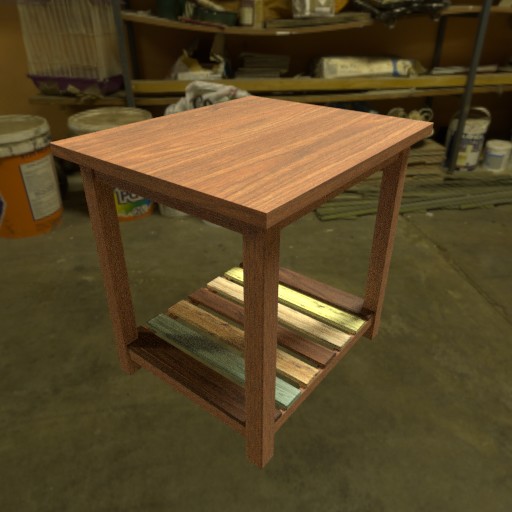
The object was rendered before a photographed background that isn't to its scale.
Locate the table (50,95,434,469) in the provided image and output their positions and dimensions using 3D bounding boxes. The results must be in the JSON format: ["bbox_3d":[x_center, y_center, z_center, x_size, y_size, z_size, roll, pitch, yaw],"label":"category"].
[{"bbox_3d":[0.000,0.000,1.142,0.559,0.635,0.660,22,36,33],"label":"table"}]
